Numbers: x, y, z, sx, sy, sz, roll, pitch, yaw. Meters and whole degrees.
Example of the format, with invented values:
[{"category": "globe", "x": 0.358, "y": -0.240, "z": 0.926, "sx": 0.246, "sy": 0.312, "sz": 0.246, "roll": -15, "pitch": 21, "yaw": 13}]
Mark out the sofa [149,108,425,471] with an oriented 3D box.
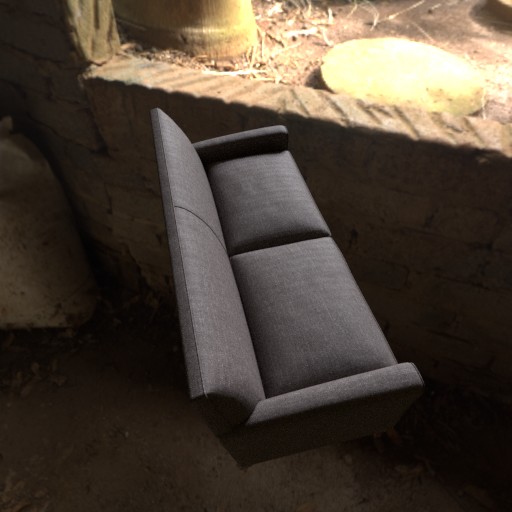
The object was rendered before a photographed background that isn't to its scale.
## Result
[{"category": "sofa", "x": 0.000, "y": 0.000, "z": 2.392, "sx": 0.875, "sy": 0.846, "sz": 1.976, "roll": -10, "pitch": 47, "yaw": -9}]
